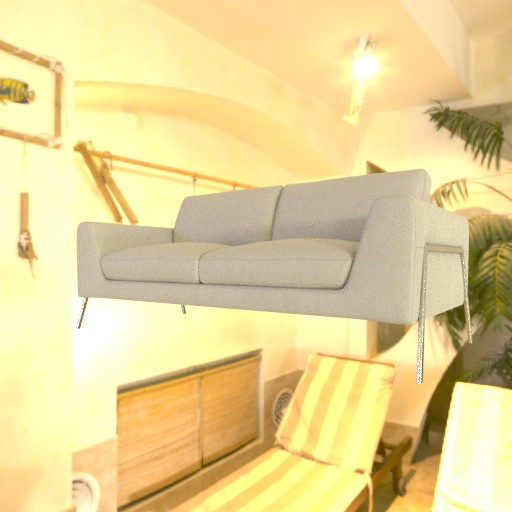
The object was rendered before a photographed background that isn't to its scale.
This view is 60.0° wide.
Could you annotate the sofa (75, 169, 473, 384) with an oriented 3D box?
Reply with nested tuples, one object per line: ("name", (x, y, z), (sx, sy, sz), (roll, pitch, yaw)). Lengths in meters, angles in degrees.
("sofa", (0.000, 0.000, 2.446), (2.017, 0.875, 0.953), (0, -1, 36))
